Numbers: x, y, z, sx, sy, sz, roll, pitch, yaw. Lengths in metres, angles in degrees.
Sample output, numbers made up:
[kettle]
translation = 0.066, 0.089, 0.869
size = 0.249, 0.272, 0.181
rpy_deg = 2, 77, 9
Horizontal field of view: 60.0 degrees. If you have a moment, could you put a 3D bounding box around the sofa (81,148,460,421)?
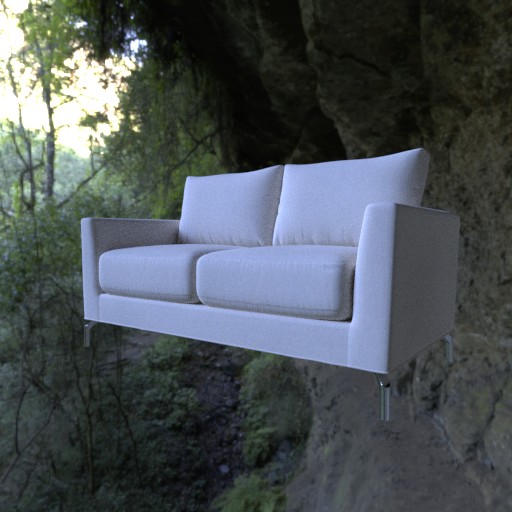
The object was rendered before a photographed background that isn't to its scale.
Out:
[sofa]
translation = 0.000, 0.000, 2.249
size = 1.739, 0.995, 0.906
rpy_deg = 2, 3, 36
